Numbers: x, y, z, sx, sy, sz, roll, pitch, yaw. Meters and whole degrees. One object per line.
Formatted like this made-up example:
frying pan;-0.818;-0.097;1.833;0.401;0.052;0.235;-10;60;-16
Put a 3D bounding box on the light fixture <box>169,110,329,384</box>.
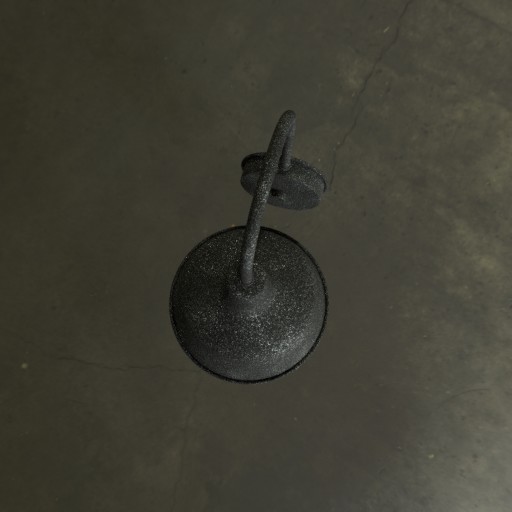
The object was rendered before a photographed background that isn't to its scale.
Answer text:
light fixture;0.000;0.000;0.488;0.216;0.300;0.283;16;76;4
